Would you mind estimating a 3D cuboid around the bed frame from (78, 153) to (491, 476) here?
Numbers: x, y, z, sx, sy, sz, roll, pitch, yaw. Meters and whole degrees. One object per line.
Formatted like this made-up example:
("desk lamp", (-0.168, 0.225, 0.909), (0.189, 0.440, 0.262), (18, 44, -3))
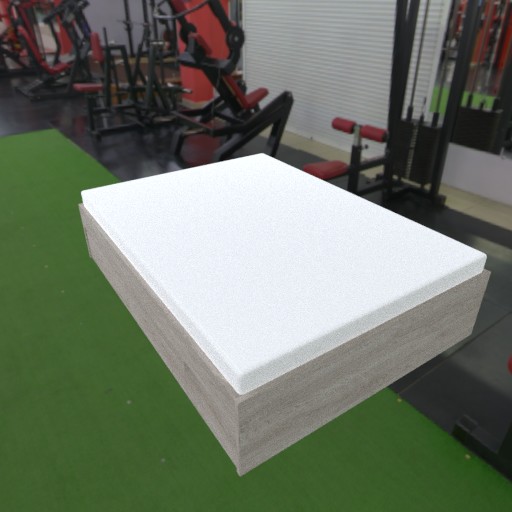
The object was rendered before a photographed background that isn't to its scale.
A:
("bed frame", (0.000, 0.000, 2.578), (1.448, 0.490, 1.944), (-19, 35, -29))
